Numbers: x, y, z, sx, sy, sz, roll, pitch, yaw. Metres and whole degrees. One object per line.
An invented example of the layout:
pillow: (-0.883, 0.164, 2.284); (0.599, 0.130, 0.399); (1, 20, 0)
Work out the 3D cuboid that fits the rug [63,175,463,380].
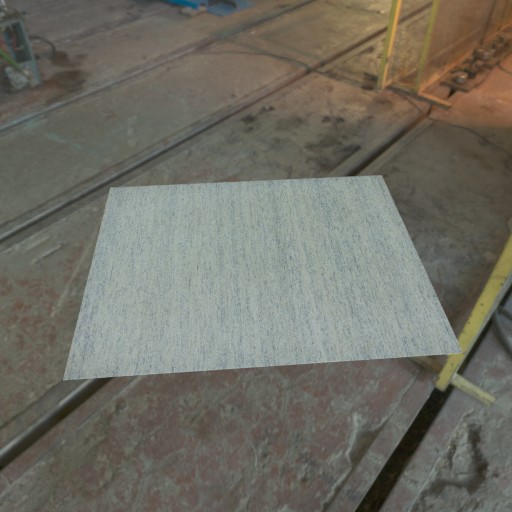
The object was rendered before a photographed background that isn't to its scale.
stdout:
rug: (0.000, 0.000, 4.373); (3.197, 0.006, 2.438); (-3, 46, -3)
